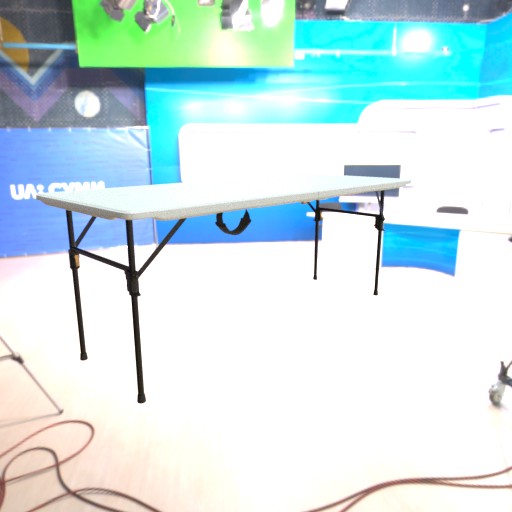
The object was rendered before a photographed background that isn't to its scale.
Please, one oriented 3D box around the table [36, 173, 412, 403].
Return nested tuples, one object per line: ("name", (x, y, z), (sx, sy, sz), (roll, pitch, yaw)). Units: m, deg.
("table", (0.000, 0.000, 2.264), (0.761, 0.719, 1.829), (13, 19, 43))
